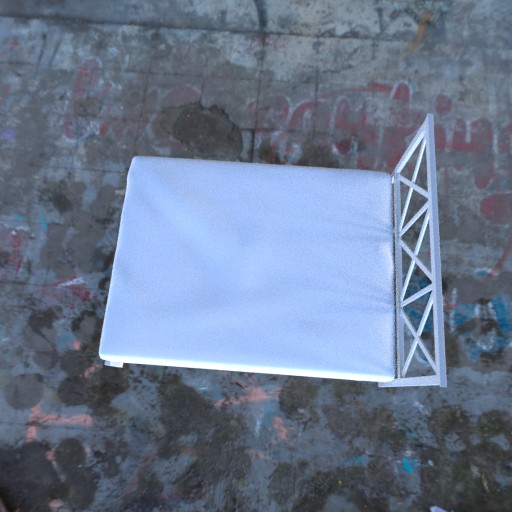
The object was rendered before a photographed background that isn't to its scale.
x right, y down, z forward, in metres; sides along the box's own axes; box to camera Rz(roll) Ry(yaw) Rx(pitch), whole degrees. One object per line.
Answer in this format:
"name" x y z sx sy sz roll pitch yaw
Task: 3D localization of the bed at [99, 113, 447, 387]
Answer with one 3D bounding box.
"bed" 0.000 0.000 3.196 2.135 1.253 1.673 4 73 1
